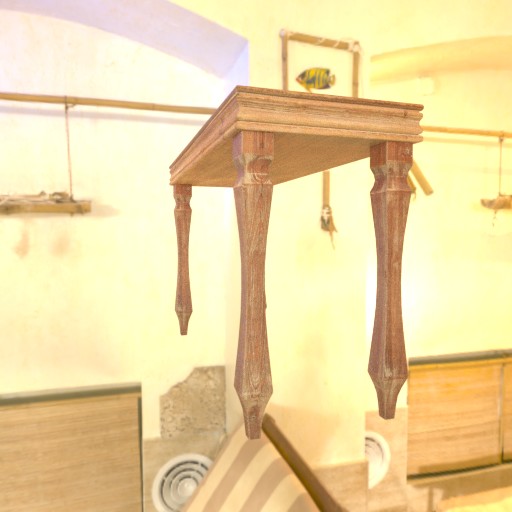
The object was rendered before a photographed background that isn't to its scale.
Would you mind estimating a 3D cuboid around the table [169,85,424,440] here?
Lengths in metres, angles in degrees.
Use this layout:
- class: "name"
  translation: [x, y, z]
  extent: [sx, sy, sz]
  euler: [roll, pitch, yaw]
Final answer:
- class: "table"
  translation: [0.000, 0.000, 1.763]
  extent: [0.522, 0.873, 1.330]
  euler: [-1, 3, -18]
